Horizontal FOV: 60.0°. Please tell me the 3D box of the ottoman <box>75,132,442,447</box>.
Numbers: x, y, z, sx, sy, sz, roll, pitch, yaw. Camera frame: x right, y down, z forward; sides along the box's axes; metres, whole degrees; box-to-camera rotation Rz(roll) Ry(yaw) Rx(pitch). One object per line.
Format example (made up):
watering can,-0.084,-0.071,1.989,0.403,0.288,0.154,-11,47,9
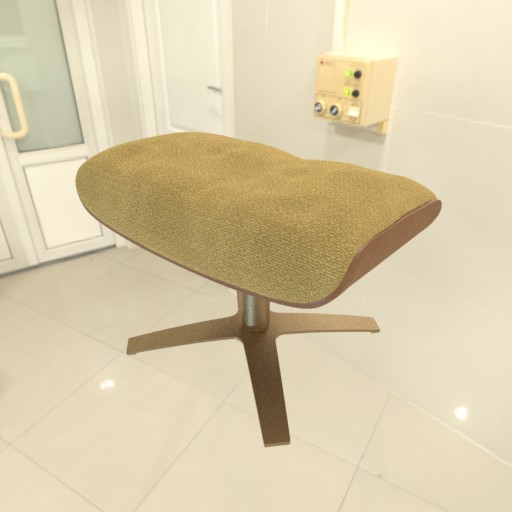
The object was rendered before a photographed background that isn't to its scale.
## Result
ottoman,0.000,0.000,0.815,0.520,0.391,0.394,22,37,31
